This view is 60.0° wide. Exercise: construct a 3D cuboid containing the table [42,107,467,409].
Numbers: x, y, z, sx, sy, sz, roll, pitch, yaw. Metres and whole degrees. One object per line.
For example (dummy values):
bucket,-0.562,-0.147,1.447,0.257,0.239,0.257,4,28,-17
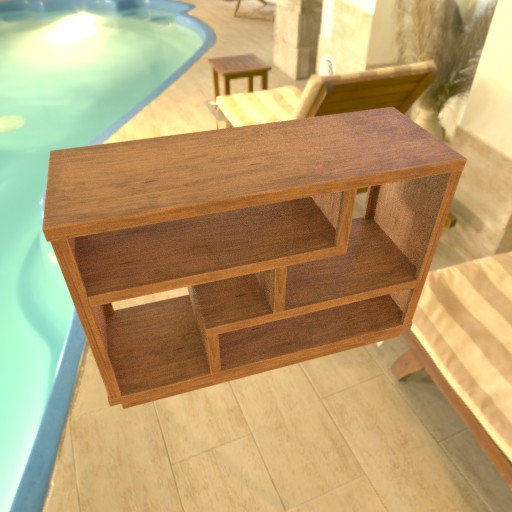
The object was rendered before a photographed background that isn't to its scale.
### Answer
table,0.000,0.000,1.540,1.151,0.771,0.410,-11,41,-13
